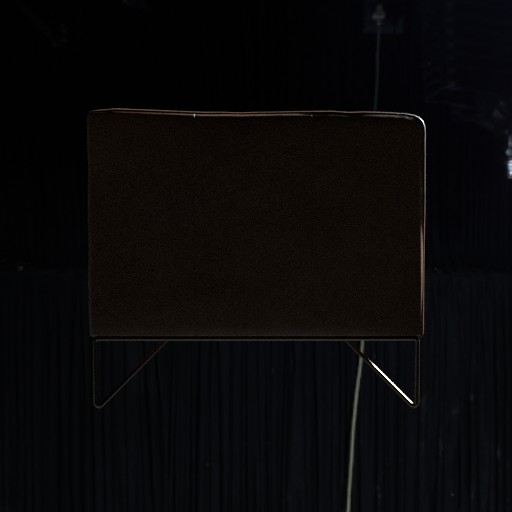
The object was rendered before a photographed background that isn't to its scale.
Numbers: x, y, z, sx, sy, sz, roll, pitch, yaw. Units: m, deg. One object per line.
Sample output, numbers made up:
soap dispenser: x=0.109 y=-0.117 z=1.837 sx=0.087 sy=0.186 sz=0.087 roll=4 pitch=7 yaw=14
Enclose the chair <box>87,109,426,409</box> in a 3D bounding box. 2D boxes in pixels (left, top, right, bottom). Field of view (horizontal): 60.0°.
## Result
chair: x=0.000 y=0.000 z=1.615 sx=0.912 sy=0.797 sz=0.920 roll=0 pitch=1 yaw=0
